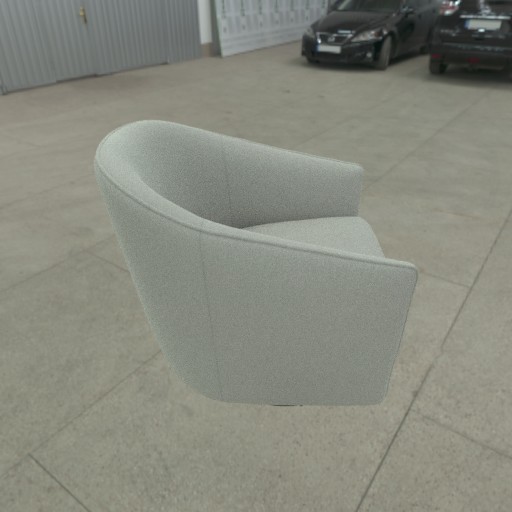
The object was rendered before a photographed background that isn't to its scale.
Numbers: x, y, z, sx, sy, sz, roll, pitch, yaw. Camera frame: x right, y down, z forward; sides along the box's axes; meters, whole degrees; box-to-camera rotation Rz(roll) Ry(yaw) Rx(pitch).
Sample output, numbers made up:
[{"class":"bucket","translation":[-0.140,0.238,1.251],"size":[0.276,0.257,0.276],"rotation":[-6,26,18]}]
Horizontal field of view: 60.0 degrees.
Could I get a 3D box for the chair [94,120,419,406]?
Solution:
[{"class":"chair","translation":[0.000,0.000,1.461],"size":[0.875,0.799,0.747],"rotation":[0,32,0]}]
